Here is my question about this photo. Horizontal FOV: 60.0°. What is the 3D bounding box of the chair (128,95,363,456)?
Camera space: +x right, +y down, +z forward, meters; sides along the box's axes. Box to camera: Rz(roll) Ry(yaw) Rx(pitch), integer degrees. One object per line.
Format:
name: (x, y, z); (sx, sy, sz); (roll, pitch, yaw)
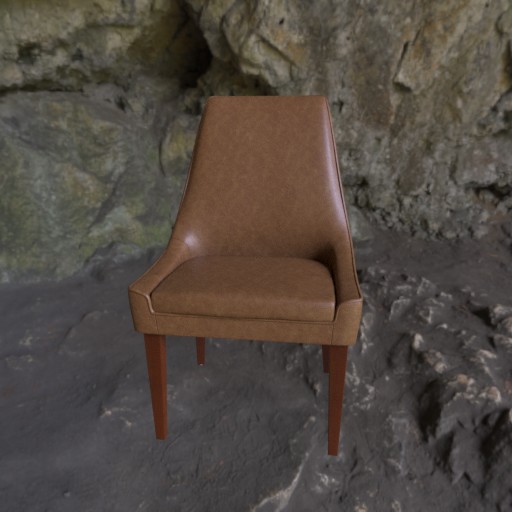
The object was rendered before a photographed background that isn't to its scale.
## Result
chair: (0.000, 0.000, 1.213); (0.529, 0.861, 0.544); (2, 16, 7)
